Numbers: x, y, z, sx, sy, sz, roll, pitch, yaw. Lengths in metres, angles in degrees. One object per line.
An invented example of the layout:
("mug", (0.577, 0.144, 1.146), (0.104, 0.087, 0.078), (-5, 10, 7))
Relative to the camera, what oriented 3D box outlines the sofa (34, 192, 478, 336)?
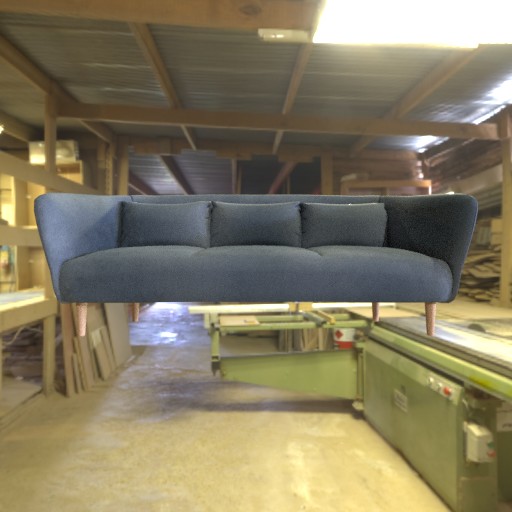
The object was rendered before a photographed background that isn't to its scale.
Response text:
("sofa", (0.000, 0.000, 2.485), (2.095, 0.795, 0.849), (0, -1, -1))
